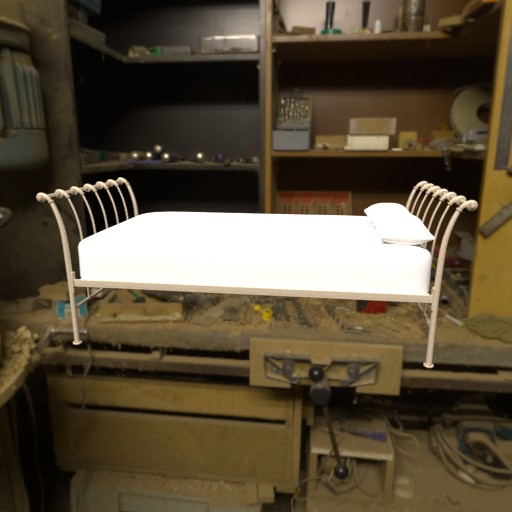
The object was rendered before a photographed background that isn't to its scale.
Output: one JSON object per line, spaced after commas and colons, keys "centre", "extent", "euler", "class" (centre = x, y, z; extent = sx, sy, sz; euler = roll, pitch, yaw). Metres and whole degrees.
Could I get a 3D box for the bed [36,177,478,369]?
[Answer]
{"centre": [0.000, 0.000, 2.793], "extent": [2.228, 0.873, 1.032], "euler": [2, 15, 8], "class": "bed"}
